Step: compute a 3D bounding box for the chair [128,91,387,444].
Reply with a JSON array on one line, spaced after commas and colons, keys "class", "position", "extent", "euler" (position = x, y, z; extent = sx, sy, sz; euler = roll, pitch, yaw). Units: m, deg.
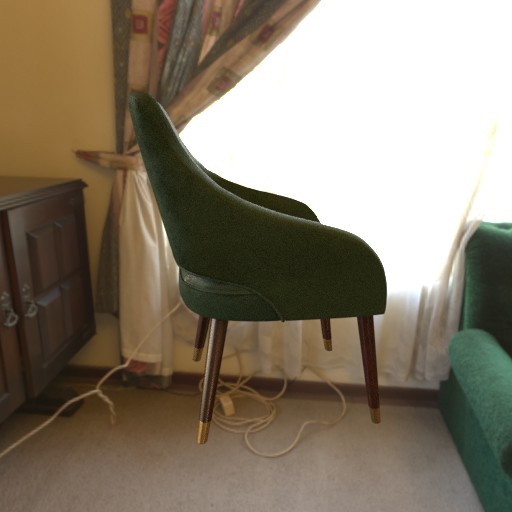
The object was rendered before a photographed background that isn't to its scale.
[{"class": "chair", "position": [0.000, 0.000, 1.583], "extent": [0.794, 1.081, 0.683], "euler": [-3, 16, -9]}]
